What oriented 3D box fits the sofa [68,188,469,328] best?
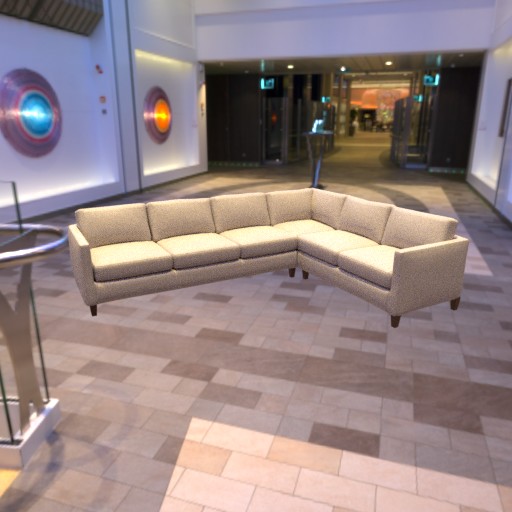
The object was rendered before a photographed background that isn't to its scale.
[{"bbox_3d":[0.000,0.000,4.561,3.333,0.934,2.522,-9,19,-27],"label":"sofa"}]
